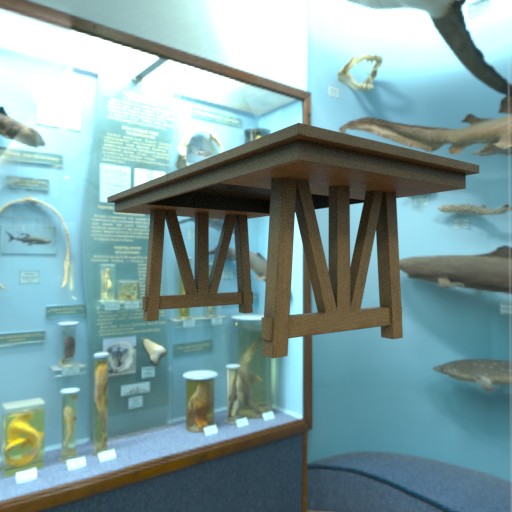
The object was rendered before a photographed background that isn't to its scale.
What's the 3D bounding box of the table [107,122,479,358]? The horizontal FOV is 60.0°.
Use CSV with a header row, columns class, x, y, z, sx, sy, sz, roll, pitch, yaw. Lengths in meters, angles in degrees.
class,x,y,z,sx,sy,sz,roll,pitch,yaw
table,0.000,0.000,2.371,1.016,0.768,1.881,0,-1,-35
